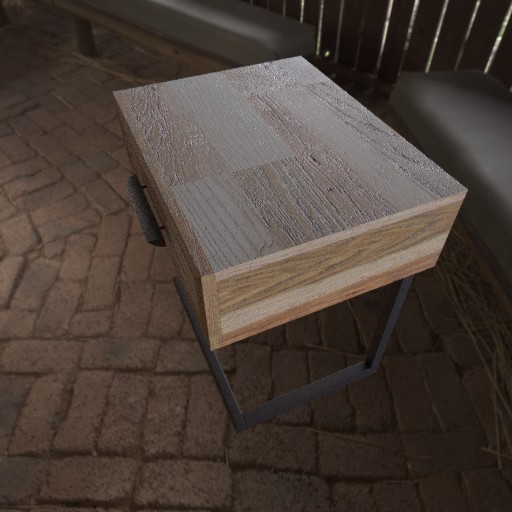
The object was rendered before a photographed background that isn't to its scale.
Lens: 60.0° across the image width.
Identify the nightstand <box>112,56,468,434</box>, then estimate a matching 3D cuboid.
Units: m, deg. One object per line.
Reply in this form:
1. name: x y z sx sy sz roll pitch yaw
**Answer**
1. nightstand: 0.000 0.000 1.031 0.481 0.632 0.558 -18 49 -16
